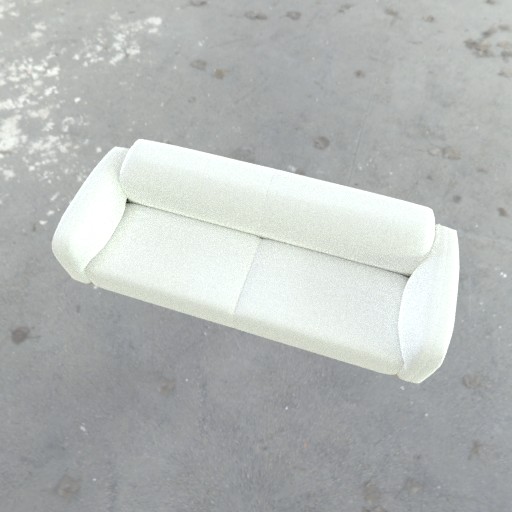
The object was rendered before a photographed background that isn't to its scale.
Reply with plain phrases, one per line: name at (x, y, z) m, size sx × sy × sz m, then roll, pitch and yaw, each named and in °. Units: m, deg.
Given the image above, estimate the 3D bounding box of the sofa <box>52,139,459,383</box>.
sofa at (0.000, 0.000, 2.706) m, size 2.280 × 0.780 × 0.870 m, roll 15°, pitch 60°, yaw 9°
